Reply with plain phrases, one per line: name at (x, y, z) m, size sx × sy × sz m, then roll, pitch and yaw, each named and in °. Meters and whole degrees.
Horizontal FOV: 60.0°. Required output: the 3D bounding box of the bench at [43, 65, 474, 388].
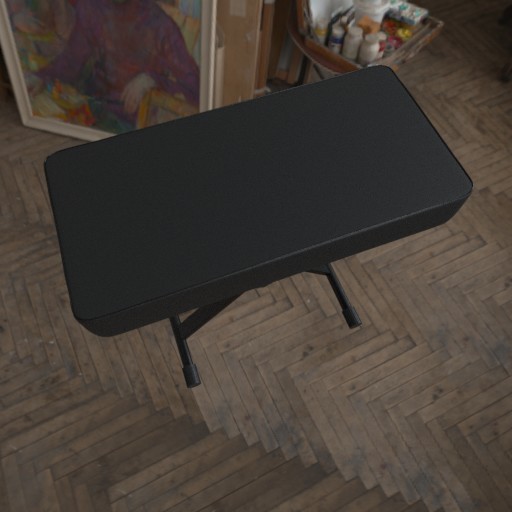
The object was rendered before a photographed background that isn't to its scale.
bench at (0.000, 0.000, 0.918) m, size 0.600 × 0.561 × 0.300 m, roll -18°, pitch 65°, yaw -9°
